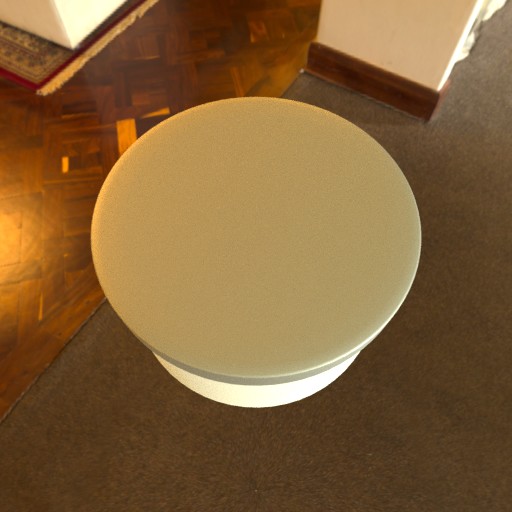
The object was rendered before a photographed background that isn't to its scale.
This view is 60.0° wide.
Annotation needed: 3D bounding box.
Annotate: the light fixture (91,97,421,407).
[{"bbox_3d":[0.000,0.000,0.633,0.393,0.229,0.393,0,62,0],"label":"light fixture"}]
